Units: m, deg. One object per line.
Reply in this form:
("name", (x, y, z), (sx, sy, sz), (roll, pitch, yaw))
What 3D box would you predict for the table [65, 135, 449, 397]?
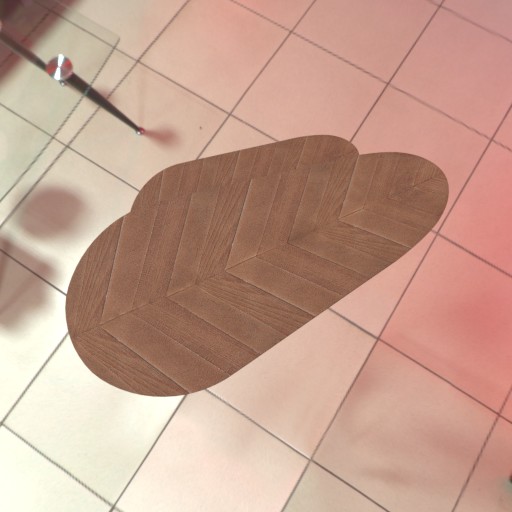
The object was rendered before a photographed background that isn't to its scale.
("table", (0.000, 0.000, 1.587), (1.190, 0.595, 0.701), (-24, 77, -6))
